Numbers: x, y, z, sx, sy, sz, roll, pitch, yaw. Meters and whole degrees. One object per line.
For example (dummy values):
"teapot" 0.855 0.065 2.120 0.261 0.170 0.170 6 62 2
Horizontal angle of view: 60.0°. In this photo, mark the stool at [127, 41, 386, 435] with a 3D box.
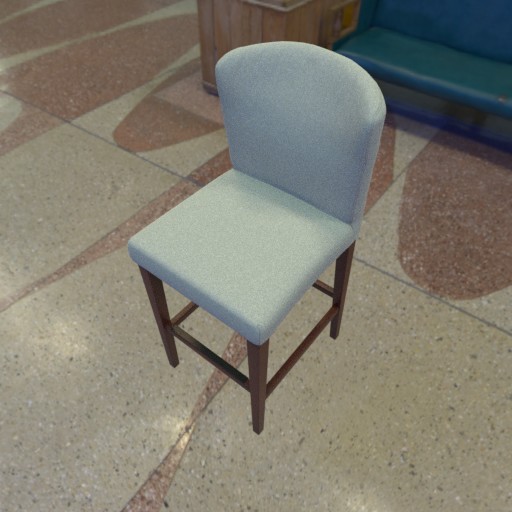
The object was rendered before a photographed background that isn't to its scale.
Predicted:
"stool" 0.000 0.000 1.349 0.479 1.069 0.568 30 54 25
